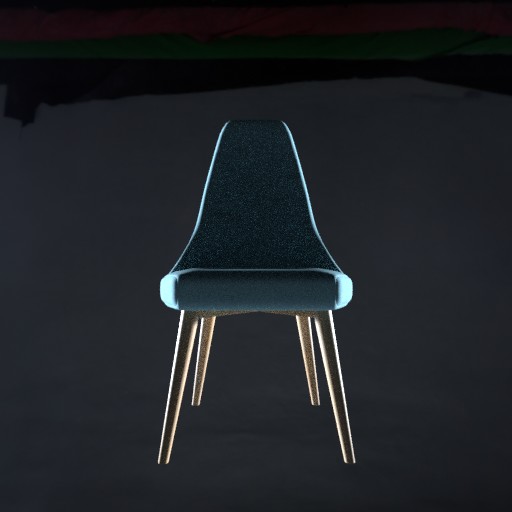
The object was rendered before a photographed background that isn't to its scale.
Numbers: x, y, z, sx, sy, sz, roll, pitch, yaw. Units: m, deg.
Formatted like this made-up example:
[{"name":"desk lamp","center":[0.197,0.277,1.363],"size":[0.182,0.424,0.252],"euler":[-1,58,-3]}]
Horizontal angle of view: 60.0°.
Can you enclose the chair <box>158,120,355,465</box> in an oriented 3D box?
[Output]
[{"name":"chair","center":[0.000,0.000,1.390],"size":[0.510,1.040,0.660],"euler":[0,0,0]}]
